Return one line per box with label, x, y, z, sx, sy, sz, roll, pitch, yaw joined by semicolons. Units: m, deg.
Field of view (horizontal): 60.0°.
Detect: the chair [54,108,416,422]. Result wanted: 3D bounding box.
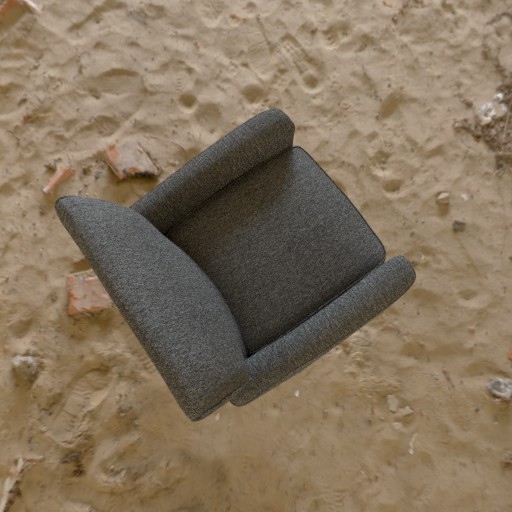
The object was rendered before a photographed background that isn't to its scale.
chair;0.000;0.000;1.601;0.864;1.014;0.848;-35;78;-8
